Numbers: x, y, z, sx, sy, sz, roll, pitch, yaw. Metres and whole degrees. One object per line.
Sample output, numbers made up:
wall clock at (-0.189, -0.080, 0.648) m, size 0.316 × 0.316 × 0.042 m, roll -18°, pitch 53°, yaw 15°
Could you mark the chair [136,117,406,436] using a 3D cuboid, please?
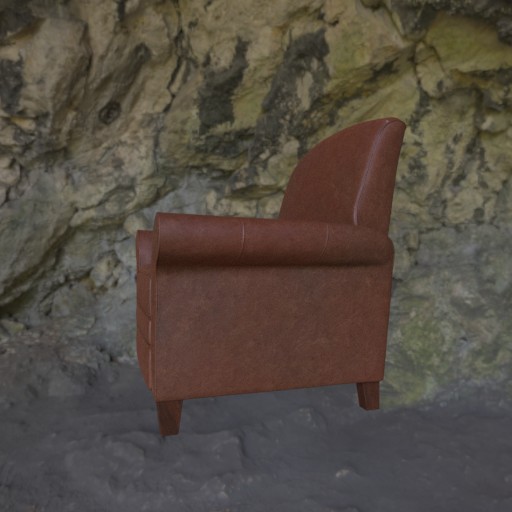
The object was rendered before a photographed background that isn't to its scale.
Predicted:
chair at (0.000, 0.000, 1.764) m, size 0.902 × 1.061 × 0.978 m, roll 0°, pitch 0°, yaw -19°
